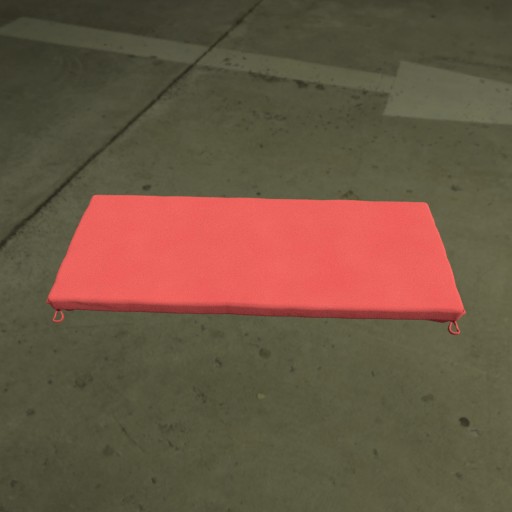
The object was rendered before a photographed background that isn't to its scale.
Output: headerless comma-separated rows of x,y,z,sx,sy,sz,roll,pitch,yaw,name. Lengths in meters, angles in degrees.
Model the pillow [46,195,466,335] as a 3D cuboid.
0.000,0.000,1.363,1.187,0.081,0.492,1,47,1,pillow
